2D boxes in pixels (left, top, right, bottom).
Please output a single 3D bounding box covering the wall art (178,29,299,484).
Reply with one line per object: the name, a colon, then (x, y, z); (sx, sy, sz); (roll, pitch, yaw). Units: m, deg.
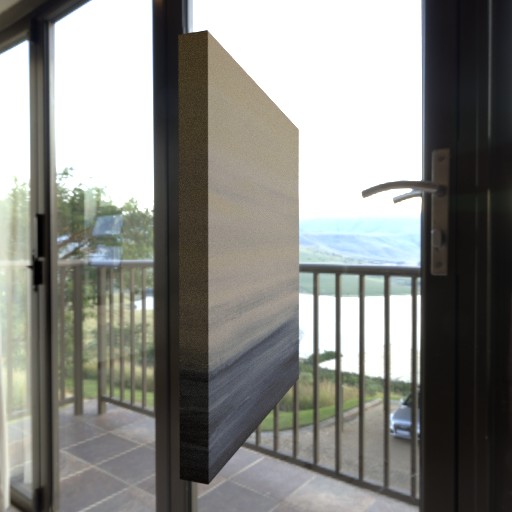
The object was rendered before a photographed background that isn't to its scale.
wall art: (0.000, 0.000, 0.709); (0.037, 0.511, 0.435); (0, 1, 19)
